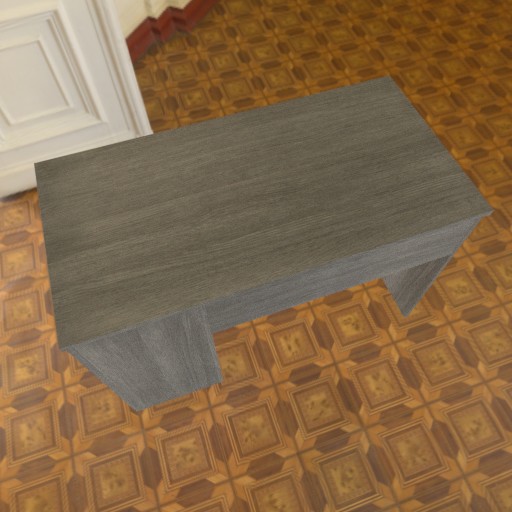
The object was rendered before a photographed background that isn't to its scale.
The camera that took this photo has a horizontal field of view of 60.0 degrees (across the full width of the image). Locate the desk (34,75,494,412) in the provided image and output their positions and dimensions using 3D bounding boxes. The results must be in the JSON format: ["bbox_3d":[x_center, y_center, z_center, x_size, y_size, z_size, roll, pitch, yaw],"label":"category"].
[{"bbox_3d":[0.000,0.000,1.494,1.097,0.735,0.560,-17,61,-10],"label":"desk"}]
